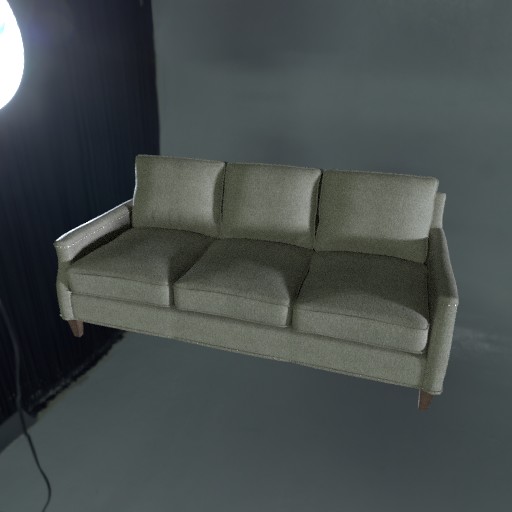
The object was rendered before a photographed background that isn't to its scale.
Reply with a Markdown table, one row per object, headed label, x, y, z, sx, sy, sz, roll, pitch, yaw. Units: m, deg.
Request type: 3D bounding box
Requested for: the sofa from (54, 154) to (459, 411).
| label | x | y | z | sx | sy | sz | roll | pitch | yaw |
| --- | --- | --- | --- | --- | --- | --- | --- | --- | --- |
| sofa | 0.000 | 0.000 | 2.768 | 2.246 | 1.003 | 1.084 | 8 | 26 | 16 |
